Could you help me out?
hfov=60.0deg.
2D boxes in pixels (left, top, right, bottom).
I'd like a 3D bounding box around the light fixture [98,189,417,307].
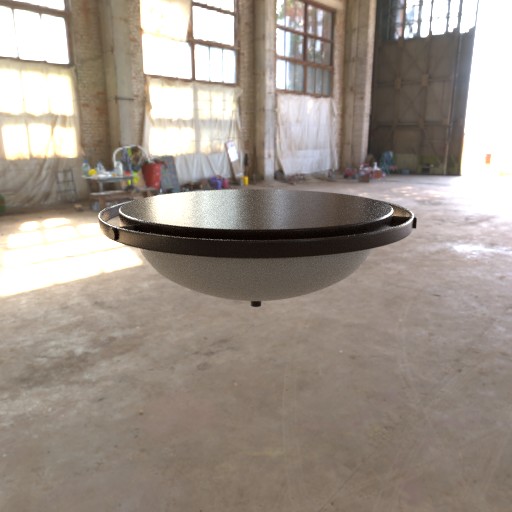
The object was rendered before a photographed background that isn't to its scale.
[{"bbox_3d":[0.000,0.000,0.551,0.361,0.130,0.361,0,15,0],"label":"light fixture"}]
